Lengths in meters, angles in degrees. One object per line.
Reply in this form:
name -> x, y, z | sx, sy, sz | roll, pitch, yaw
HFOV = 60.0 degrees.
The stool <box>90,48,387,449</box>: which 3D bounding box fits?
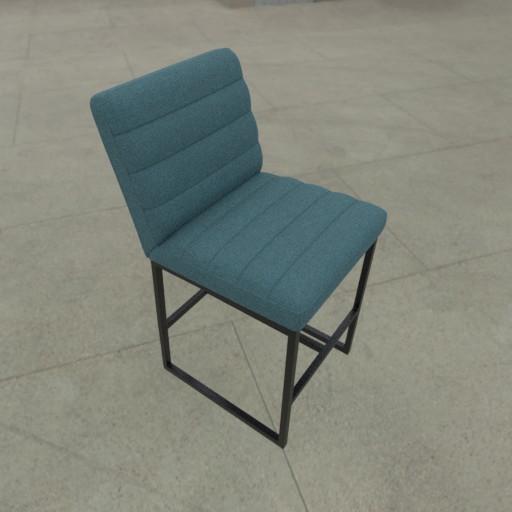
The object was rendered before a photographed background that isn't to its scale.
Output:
stool -> 0.000, 0.000, 1.245 | 0.560, 0.940, 0.460 | 25, 46, 26
